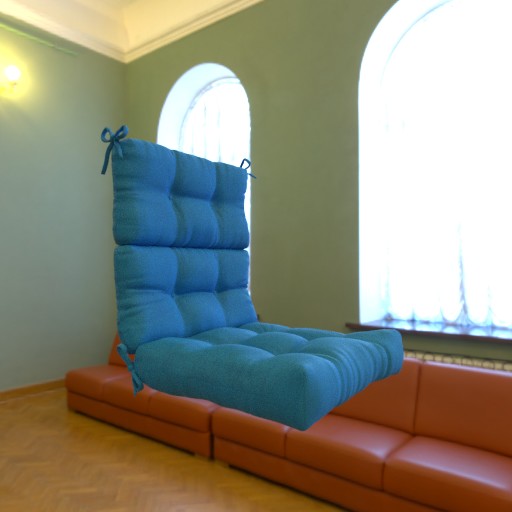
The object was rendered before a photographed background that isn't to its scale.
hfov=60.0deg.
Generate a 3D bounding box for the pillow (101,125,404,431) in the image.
[{"bbox_3d":[0.000,0.000,1.057,0.571,0.605,0.519,-1,-1,37],"label":"pillow"}]
